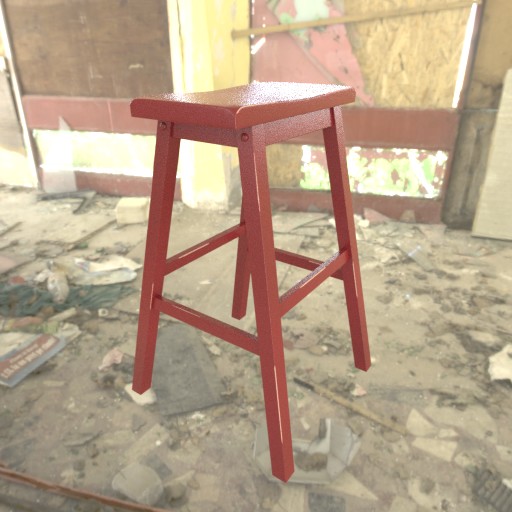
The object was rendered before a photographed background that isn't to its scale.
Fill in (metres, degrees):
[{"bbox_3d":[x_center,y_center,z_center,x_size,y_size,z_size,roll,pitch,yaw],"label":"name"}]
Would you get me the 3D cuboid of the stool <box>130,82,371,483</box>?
[{"bbox_3d":[0.000,0.000,1.050,0.476,0.737,0.457,17,30,31],"label":"stool"}]
